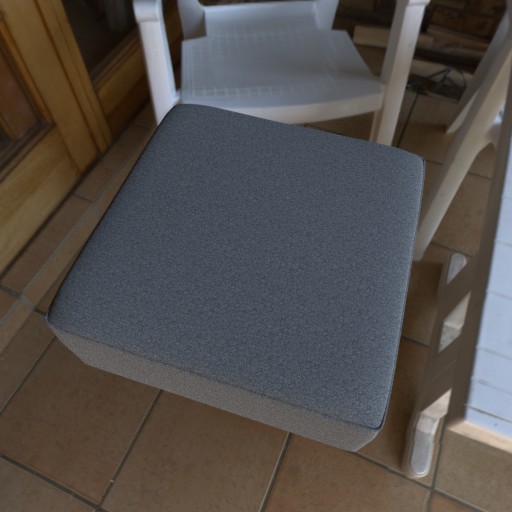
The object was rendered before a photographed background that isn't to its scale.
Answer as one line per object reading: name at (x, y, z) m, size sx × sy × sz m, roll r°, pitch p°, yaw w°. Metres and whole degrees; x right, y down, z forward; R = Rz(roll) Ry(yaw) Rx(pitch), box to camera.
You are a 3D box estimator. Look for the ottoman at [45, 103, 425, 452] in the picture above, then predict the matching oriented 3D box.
ottoman at (0.000, 0.000, 1.591) m, size 1.005 × 0.464 × 1.015 m, roll 15°, pitch 60°, yaw 9°
